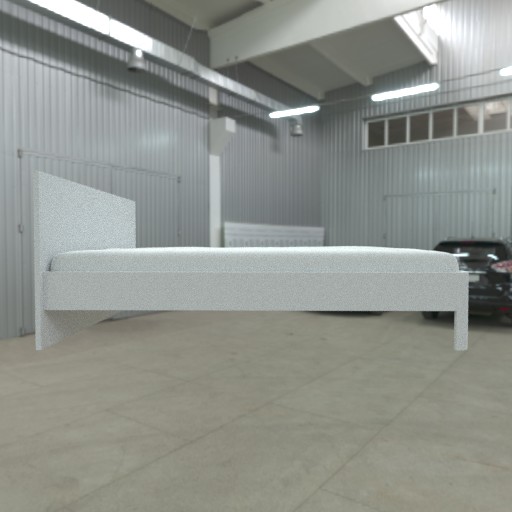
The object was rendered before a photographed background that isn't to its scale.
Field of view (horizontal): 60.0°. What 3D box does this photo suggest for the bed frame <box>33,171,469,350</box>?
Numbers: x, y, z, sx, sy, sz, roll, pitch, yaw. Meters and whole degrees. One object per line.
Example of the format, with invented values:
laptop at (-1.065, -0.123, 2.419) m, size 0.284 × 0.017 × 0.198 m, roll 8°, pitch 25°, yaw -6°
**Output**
bed frame at (0.000, 0.000, 2.703) m, size 1.950 × 0.800 × 1.490 m, roll 0°, pitch 2°, yaw 1°
